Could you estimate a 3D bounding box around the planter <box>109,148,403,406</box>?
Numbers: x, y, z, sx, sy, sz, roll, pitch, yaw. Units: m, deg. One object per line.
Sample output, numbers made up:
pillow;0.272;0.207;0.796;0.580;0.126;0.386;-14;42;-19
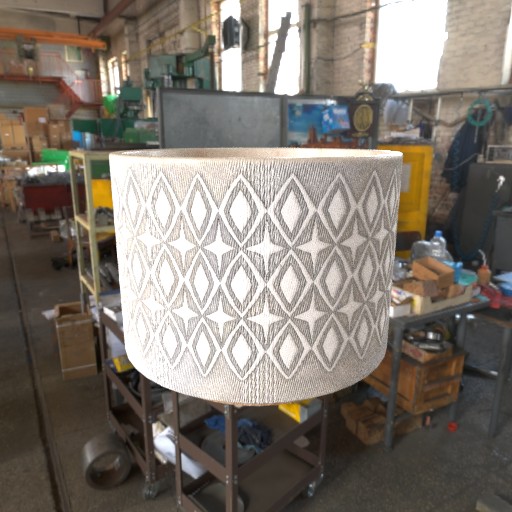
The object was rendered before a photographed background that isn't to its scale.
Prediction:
planter;0.000;0.000;0.276;0.164;0.127;0.164;0;15;0
